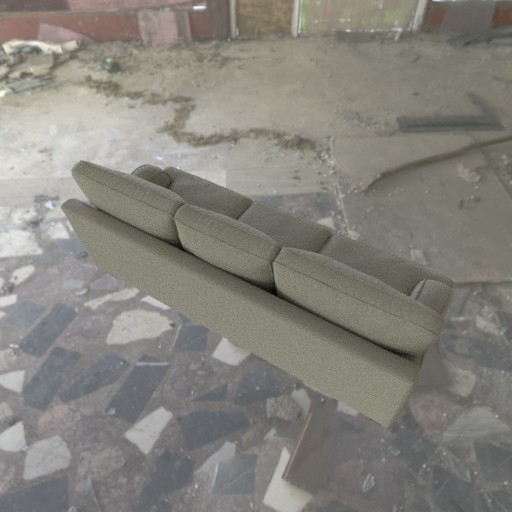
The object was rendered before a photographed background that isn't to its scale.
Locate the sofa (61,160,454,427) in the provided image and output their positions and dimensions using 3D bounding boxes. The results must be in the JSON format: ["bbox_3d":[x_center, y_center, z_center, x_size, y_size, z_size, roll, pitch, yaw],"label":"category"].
[{"bbox_3d":[0.000,0.000,2.851,2.323,0.997,1.016,25,51,22],"label":"sofa"}]
